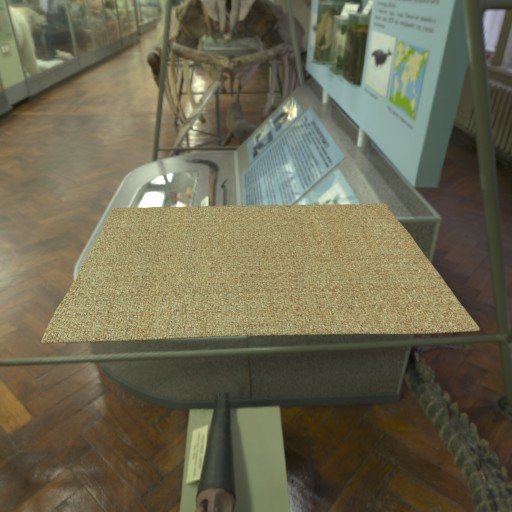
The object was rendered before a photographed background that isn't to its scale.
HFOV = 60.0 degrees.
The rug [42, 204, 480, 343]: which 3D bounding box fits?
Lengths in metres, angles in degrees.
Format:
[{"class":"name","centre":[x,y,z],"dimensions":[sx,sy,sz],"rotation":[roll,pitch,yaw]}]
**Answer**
[{"class":"rug","centre":[0.000,0.000,2.796],"dimensions":[2.141,0.013,1.566],"rotation":[-1,31,-3]}]
